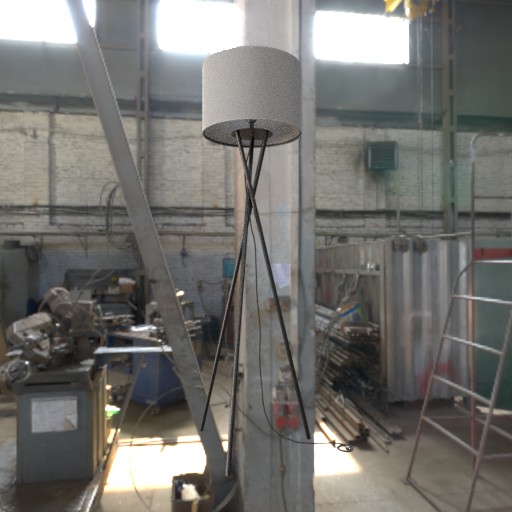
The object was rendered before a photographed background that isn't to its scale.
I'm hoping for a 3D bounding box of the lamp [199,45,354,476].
[{"bbox_3d":[0.000,0.000,1.871,0.667,1.624,0.522,-1,-1,36],"label":"lamp"}]
